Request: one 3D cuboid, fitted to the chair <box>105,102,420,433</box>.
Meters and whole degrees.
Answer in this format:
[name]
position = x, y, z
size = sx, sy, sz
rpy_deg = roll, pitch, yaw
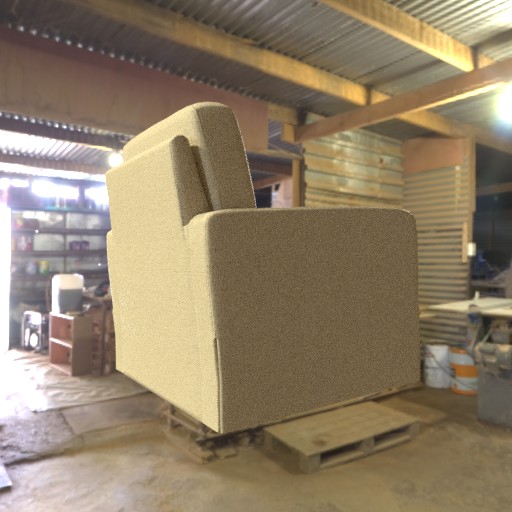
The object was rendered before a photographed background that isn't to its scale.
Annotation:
[chair]
position = 0.000, 0.000, 1.542
size = 0.888, 0.827, 0.755
rpy_deg = 0, 0, -36
